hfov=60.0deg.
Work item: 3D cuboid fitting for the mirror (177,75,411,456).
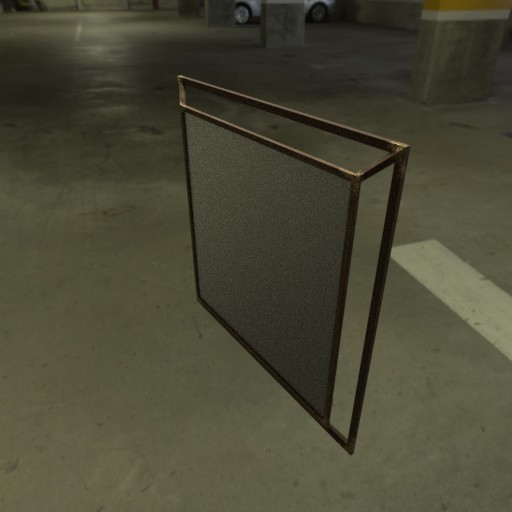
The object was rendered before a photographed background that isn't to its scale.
[{"bbox_3d":[0.000,0.000,0.908,0.032,0.610,0.610,-20,37,-30],"label":"mirror"}]
